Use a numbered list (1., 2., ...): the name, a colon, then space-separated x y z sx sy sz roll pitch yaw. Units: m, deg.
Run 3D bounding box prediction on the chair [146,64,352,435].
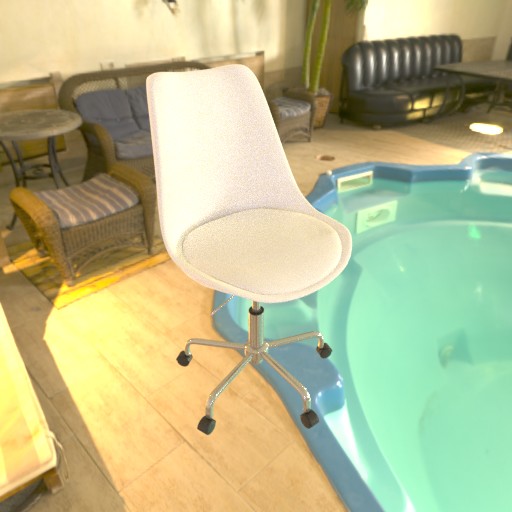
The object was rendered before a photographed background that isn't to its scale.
1. chair: 0.000 0.000 1.247 0.550 0.930 0.550 -22 37 -32
